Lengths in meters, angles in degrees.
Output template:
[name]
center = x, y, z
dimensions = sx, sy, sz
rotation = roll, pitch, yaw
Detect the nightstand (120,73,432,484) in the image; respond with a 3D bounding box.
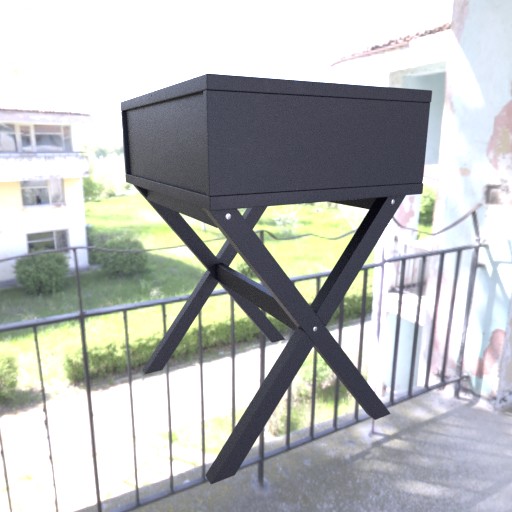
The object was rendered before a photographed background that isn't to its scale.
[nightstand]
center = 0.000, 0.000, 0.918
dimensions = 0.402, 0.623, 0.479
rotation = -8, 17, -28
